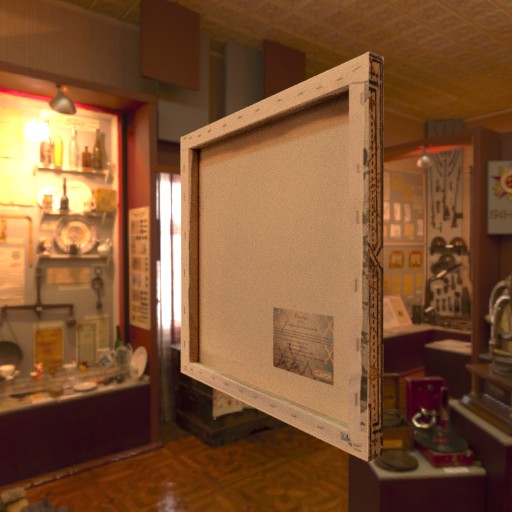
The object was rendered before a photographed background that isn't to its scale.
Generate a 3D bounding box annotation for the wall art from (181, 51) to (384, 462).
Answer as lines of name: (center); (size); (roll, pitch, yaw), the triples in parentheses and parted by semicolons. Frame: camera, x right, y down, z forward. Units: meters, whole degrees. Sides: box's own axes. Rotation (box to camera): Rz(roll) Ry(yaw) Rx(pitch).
wall art: (0.000, 0.000, 0.908); (0.036, 0.607, 0.609); (0, 1, -36)
